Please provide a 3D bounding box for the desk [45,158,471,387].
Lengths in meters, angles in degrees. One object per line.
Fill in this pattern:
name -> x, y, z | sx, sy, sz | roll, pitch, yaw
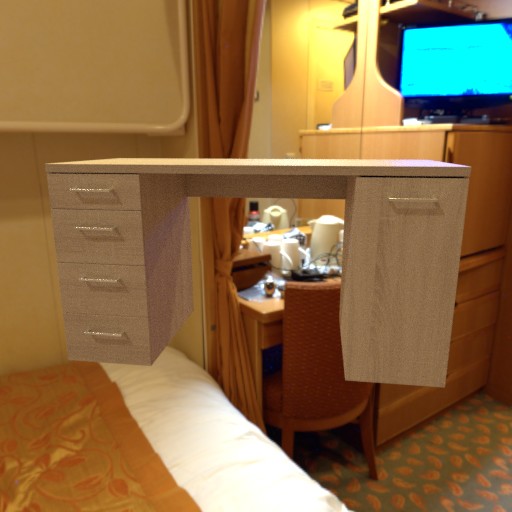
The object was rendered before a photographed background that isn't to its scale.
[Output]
desk -> 0.000, 0.000, 1.777 | 1.390, 0.740, 0.600 | 2, 14, 8
